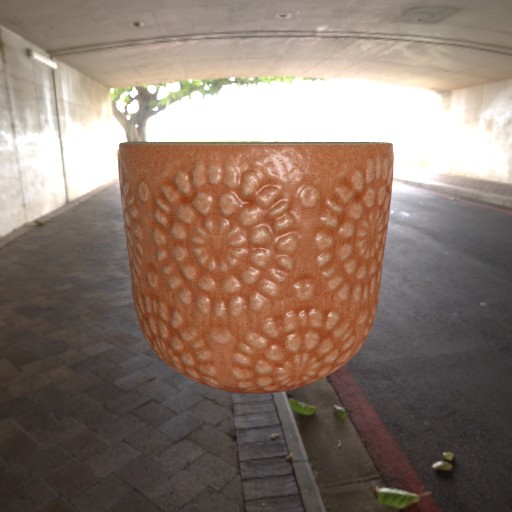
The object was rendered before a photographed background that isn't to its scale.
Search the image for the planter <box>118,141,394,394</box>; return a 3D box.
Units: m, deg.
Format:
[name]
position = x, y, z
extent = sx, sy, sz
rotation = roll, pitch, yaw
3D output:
[planter]
position = 0.000, 0.000, 0.219
extent = 0.124, 0.109, 0.124
rotation = 0, 15, 0
